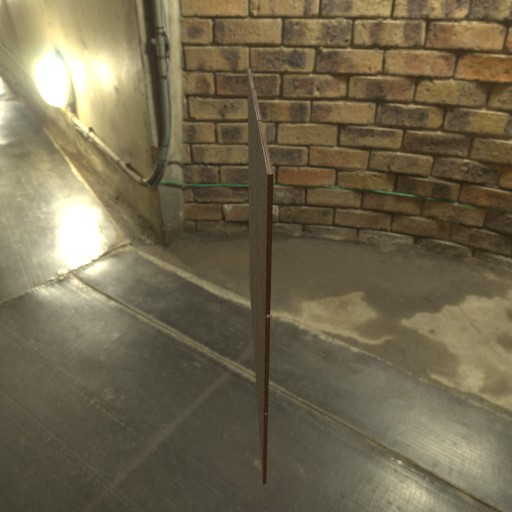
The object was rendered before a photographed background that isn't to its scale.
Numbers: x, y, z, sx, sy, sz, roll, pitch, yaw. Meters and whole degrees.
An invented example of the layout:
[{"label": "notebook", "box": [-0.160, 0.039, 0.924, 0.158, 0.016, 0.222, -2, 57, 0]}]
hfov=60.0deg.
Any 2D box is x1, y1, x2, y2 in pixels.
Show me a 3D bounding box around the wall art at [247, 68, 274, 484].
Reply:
[{"label": "wall art", "box": [0.000, 0.000, 1.363, 0.010, 0.917, 0.919, -2, 33, -2]}]
